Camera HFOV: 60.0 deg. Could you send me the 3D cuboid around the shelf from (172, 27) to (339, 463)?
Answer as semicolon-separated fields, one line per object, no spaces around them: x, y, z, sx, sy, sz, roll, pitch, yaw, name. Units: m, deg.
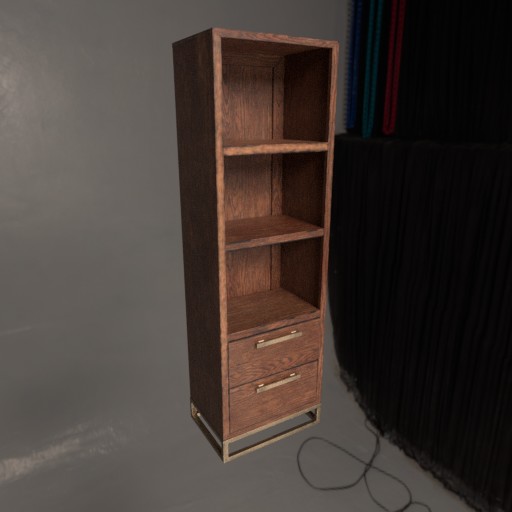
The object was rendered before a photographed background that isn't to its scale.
0.000;0.000;1.968;0.539;1.732;0.395;-10;20;-29;shelf
